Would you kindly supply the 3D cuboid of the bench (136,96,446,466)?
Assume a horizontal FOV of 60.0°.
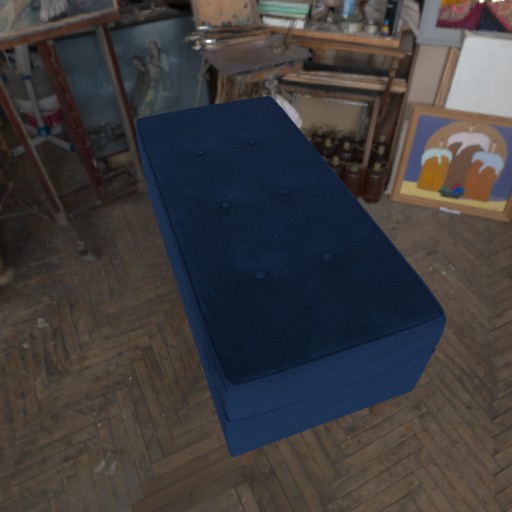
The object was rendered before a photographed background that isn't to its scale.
[{"bbox_3d":[0.000,0.000,1.309,0.489,0.467,1.010,-15,48,-14],"label":"bench"}]
